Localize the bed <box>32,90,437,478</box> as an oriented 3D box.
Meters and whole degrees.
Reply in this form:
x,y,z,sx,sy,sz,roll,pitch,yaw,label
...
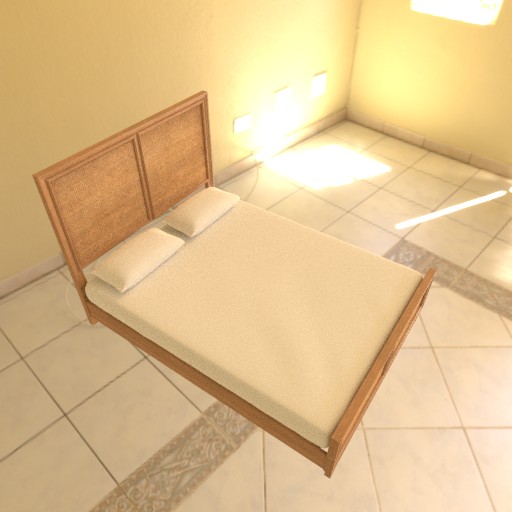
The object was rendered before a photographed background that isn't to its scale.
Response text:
x,y,z,sx,sy,sz,roll,pitch,yaw,label
0.000,0.000,3.175,2.184,1.387,1.606,25,47,25,bed
